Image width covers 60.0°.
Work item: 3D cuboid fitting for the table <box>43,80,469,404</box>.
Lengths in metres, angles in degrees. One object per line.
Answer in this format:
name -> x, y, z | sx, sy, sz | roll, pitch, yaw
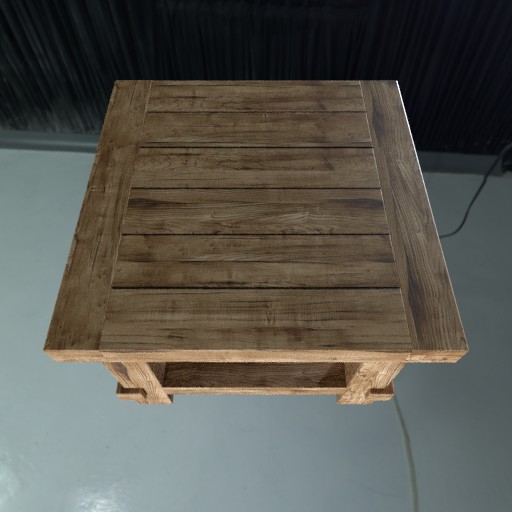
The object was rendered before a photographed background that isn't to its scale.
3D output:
table -> 0.000, 0.000, 0.989 | 0.610, 0.457, 0.610 | 0, 58, 0
